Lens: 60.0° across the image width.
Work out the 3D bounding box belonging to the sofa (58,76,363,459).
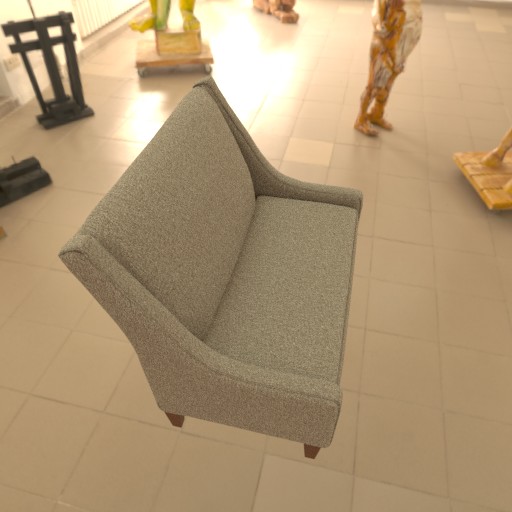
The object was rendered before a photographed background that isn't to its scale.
[{"bbox_3d":[0.000,0.000,1.913,0.862,1.026,1.242,9,45,10],"label":"sofa"}]
